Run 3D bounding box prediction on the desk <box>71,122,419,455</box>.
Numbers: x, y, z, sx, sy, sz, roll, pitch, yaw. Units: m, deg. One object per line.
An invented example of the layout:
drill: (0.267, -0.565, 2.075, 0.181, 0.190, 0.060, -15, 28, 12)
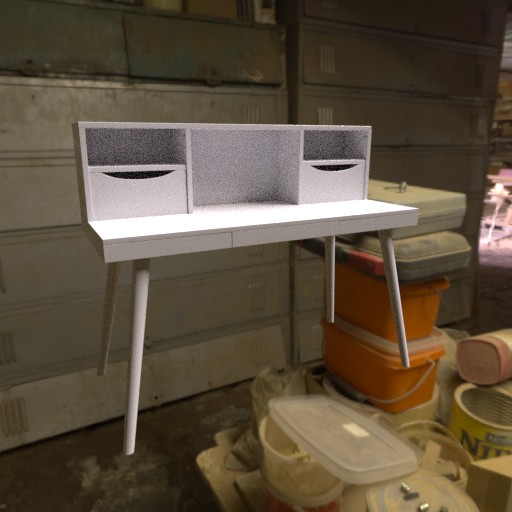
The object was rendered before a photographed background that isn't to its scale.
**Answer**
desk: (0.000, 0.000, 1.734, 1.199, 0.990, 0.559, -8, 17, -26)
